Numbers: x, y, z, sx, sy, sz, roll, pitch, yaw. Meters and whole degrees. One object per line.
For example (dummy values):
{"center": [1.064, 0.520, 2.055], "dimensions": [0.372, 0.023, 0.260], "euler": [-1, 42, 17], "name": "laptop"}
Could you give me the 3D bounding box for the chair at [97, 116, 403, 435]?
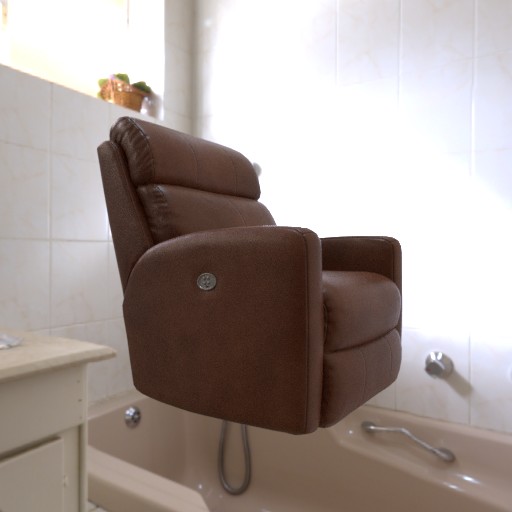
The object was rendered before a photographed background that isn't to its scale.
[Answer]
{"center": [0.000, 0.000, 1.640], "dimensions": [0.939, 1.016, 0.787], "euler": [0, 0, 35], "name": "chair"}
